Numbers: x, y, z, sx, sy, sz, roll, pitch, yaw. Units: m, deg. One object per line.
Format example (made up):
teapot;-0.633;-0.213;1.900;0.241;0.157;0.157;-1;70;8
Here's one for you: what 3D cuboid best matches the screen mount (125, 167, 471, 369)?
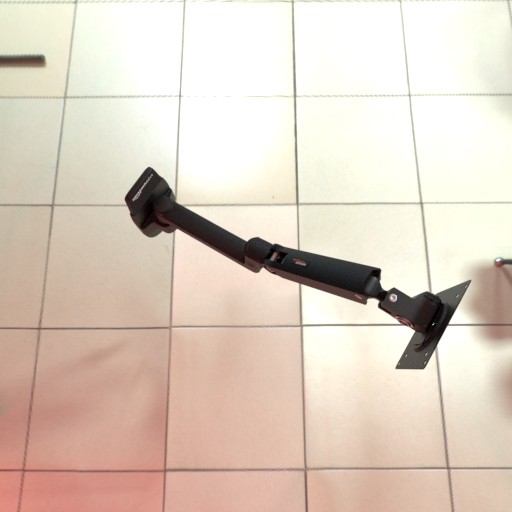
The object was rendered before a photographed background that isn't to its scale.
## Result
screen mount;0.000;0.000;0.736;0.495;0.466;0.115;32;78;8
